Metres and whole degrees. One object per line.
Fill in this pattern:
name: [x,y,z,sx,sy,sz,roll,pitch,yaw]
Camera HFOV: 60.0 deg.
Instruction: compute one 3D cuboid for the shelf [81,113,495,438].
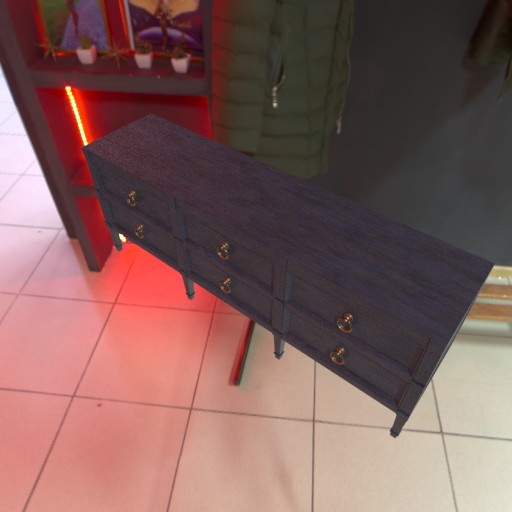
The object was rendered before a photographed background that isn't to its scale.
shelf: [0.000,0.000,2.169,1.878,0.715,0.471,29,51,27]
